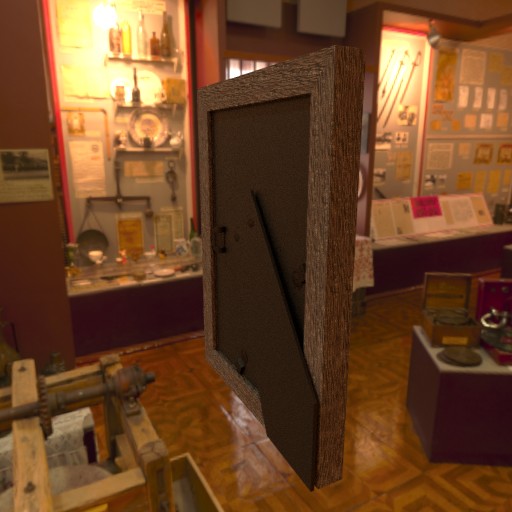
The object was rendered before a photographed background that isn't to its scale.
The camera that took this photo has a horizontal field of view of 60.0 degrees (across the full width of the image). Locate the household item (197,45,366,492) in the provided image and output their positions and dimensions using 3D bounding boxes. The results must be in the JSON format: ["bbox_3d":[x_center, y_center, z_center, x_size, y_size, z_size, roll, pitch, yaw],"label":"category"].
[{"bbox_3d":[0.000,0.000,0.273,0.020,0.210,0.160,-7,16,-26],"label":"household item"}]
